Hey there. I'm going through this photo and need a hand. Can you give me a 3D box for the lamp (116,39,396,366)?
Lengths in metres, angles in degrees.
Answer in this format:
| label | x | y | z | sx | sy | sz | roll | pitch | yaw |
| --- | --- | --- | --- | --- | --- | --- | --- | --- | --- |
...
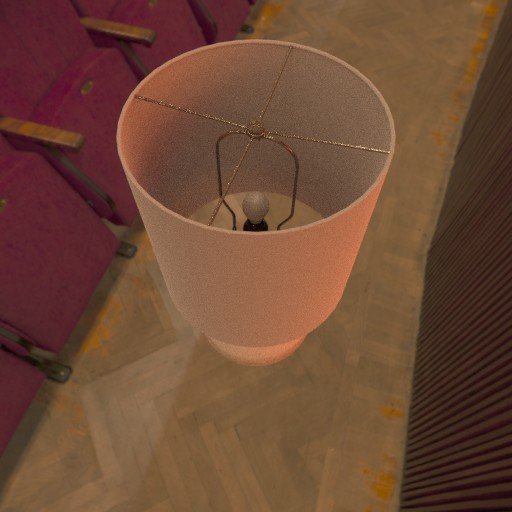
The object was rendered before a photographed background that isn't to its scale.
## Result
| label | x | y | z | sx | sy | sz | roll | pitch | yaw |
| --- | --- | --- | --- | --- | --- | --- | --- | --- | --- |
| lamp | 0.000 | 0.000 | 0.520 | 0.217 | 0.404 | 0.217 | 15 | 60 | 9 |
